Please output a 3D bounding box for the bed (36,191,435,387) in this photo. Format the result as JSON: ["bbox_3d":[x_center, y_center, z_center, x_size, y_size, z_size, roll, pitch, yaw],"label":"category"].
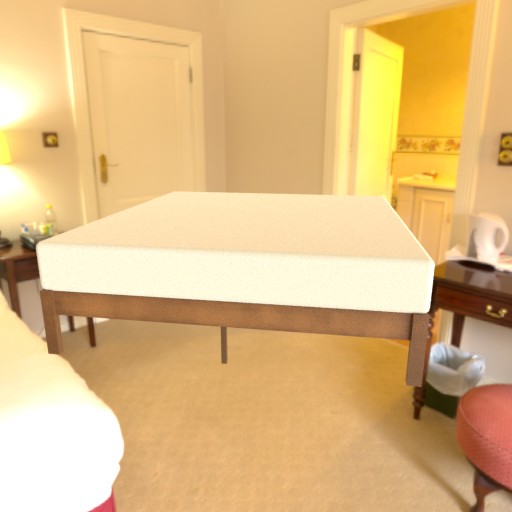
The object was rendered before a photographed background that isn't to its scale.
[{"bbox_3d":[0.000,0.000,3.121,1.930,0.616,2.049,3,16,9],"label":"bed"}]
